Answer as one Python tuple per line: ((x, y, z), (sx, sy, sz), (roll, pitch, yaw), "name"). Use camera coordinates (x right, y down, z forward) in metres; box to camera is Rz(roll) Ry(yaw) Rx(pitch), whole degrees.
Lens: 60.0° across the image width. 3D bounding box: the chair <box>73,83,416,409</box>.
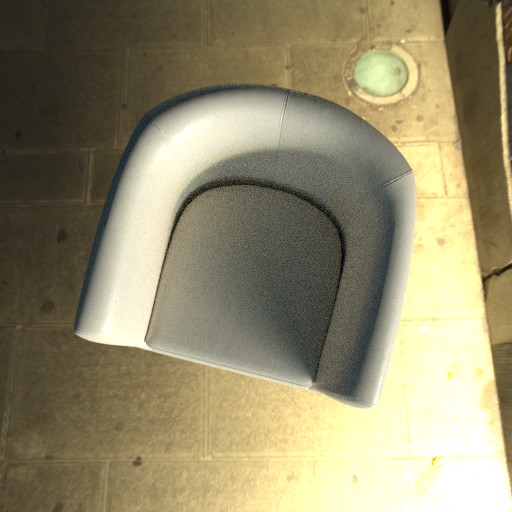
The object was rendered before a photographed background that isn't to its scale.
((0.000, 0.000, 1.387), (0.792, 0.756, 0.727), (13, 77, 3), "chair")
